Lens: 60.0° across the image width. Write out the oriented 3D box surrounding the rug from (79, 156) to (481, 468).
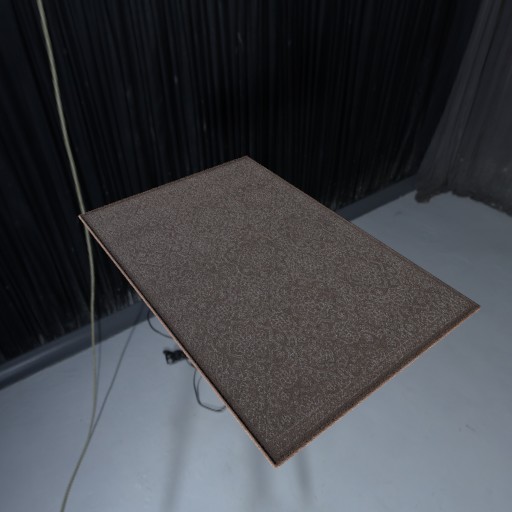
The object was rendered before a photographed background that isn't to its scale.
[{"bbox_3d":[0.000,0.000,2.887,1.524,0.011,2.286,-26,47,-27],"label":"rug"}]
